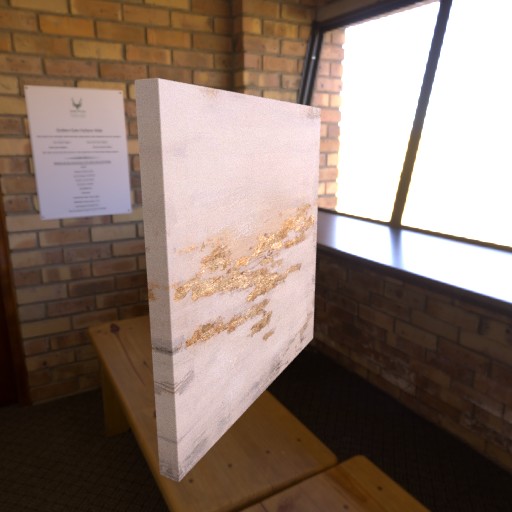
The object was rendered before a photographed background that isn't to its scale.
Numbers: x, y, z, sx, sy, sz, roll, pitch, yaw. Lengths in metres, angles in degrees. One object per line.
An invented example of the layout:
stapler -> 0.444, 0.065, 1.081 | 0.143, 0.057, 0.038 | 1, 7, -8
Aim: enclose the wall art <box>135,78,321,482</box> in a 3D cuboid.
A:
wall art -> 0.000, 0.000, 0.910 | 0.040, 0.613, 0.611 | 8, 16, 27
